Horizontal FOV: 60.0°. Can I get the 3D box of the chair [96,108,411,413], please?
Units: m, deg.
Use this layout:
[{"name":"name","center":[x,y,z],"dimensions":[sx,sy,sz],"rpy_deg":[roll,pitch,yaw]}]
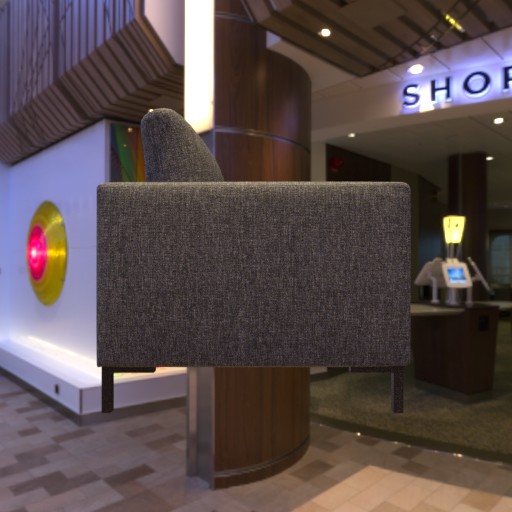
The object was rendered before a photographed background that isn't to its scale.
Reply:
[{"name":"chair","center":[0.000,0.000,1.645],"dimensions":[0.866,0.861,0.963],"rpy_deg":[0,0,0]}]
